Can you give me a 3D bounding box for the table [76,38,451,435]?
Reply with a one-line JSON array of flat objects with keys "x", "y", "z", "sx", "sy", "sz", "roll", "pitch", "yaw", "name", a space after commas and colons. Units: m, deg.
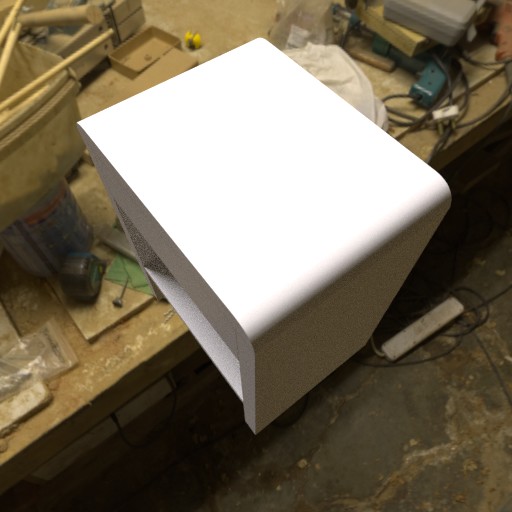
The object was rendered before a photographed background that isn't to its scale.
[{"x": 0.000, "y": 0.000, "z": 0.874, "sx": 0.350, "sy": 0.590, "sz": 0.450, "roll": -33, "pitch": 65, "yaw": -18, "name": "table"}]
